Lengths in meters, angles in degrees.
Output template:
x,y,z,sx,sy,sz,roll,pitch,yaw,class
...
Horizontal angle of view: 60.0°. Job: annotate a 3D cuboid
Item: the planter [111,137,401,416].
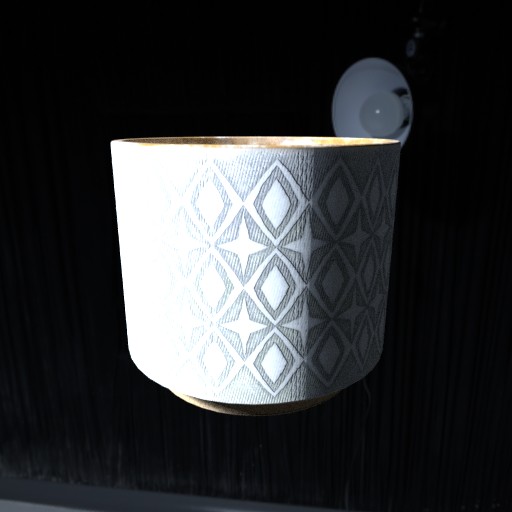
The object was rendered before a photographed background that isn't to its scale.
x,y,z,sx,sy,sz,roll,pitch,yaw,class
0.000,0.000,0.439,0.255,0.223,0.255,0,16,0,planter
